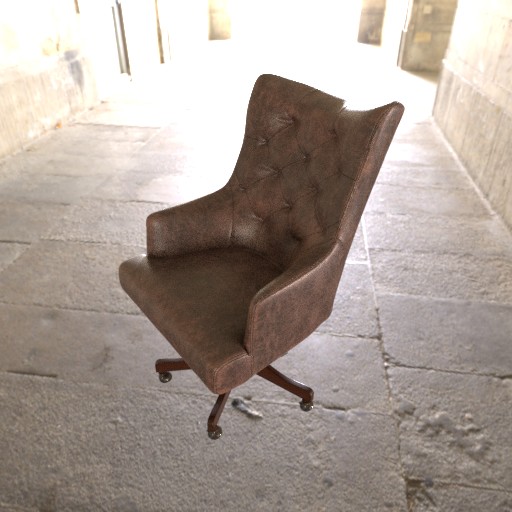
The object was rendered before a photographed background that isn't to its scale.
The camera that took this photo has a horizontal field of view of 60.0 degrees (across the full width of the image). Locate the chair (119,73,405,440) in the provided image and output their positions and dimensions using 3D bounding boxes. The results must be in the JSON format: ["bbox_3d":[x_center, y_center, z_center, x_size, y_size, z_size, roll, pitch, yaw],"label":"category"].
[{"bbox_3d":[0.000,0.000,1.496,0.762,1.035,0.641,-22,38,-31],"label":"chair"}]
